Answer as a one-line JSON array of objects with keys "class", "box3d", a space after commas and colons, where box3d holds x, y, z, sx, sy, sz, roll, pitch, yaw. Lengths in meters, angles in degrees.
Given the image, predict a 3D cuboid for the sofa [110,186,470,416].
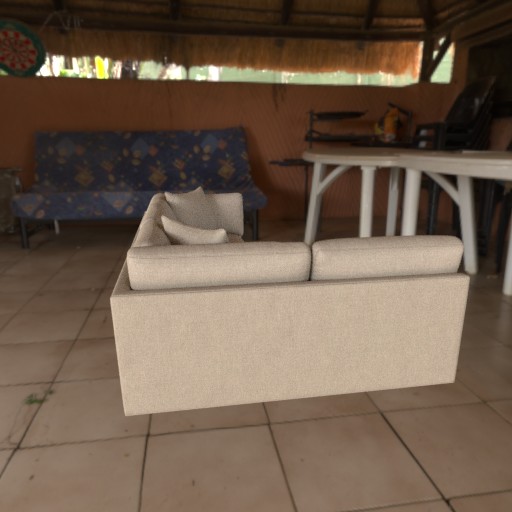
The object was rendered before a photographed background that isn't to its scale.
[{"class": "sofa", "box3d": [0.000, 0.000, 3.774, 1.994, 0.978, 2.896, -3, 15, -10]}]
